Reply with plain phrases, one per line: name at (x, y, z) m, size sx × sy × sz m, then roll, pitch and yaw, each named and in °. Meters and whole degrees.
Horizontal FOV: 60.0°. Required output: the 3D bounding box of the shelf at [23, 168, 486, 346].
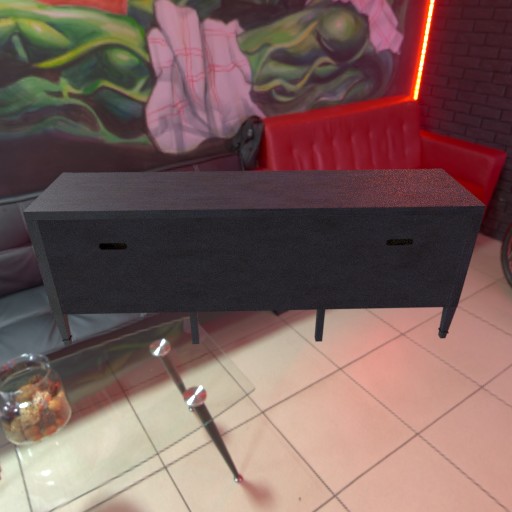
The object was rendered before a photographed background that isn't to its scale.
shelf at (0.000, 0.000, 2.179) m, size 1.878 × 0.715 × 0.471 m, roll -1°, pitch 30°, yaw -2°
